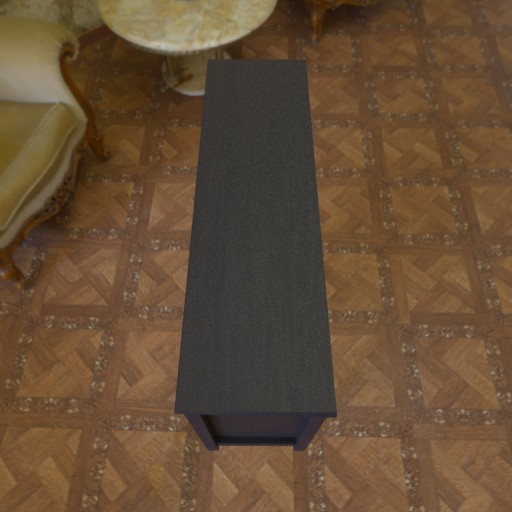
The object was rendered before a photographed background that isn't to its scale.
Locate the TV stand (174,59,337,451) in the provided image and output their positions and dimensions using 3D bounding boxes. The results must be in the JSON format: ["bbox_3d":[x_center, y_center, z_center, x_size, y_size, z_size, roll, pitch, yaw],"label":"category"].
[{"bbox_3d":[0.000,0.000,1.532,0.347,0.681,1.198,0,59,0],"label":"TV stand"}]
